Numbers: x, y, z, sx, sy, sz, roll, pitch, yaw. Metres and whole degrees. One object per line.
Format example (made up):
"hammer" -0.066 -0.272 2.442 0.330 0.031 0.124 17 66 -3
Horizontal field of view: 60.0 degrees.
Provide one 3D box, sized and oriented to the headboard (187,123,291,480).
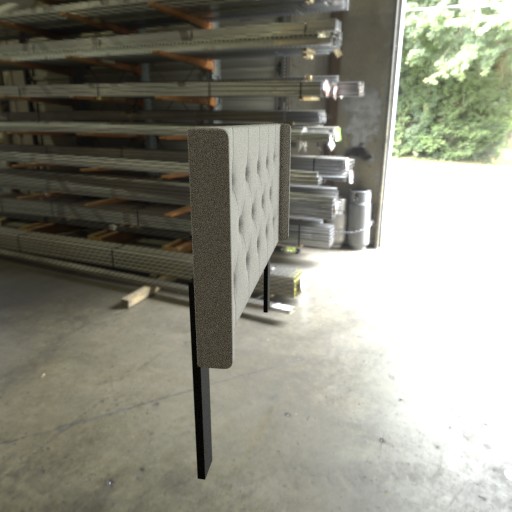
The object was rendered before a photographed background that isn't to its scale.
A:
"headboard" 0.000 0.000 2.685 0.184 1.524 2.051 3 17 10
